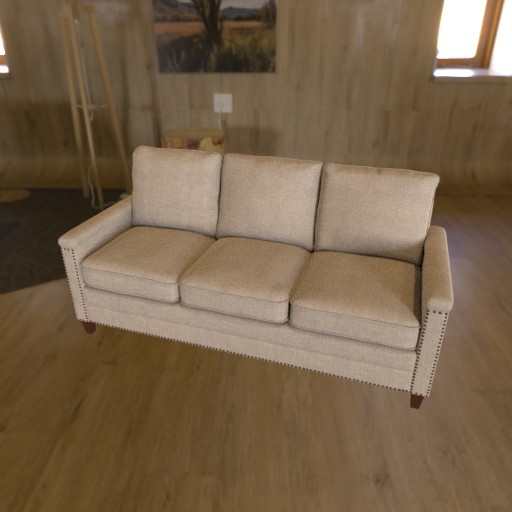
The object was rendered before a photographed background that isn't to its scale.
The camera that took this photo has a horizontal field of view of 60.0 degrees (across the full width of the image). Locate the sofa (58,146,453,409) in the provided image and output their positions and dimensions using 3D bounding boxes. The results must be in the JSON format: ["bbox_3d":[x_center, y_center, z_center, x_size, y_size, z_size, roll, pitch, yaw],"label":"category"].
[{"bbox_3d":[0.000,0.000,2.425,1.925,0.959,0.828,9,29,16],"label":"sofa"}]
